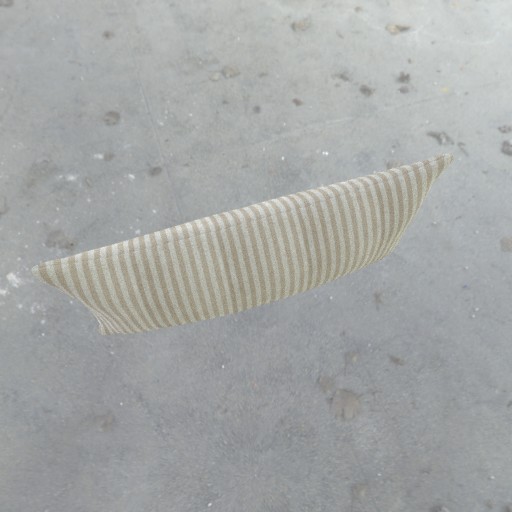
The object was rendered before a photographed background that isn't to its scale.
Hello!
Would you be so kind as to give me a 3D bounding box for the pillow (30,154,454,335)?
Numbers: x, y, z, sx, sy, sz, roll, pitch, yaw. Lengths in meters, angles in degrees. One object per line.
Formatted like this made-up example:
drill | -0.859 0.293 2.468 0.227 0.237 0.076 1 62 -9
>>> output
pillow | 0.000 0.000 0.744 0.617 0.295 0.151 -16 65 -8
